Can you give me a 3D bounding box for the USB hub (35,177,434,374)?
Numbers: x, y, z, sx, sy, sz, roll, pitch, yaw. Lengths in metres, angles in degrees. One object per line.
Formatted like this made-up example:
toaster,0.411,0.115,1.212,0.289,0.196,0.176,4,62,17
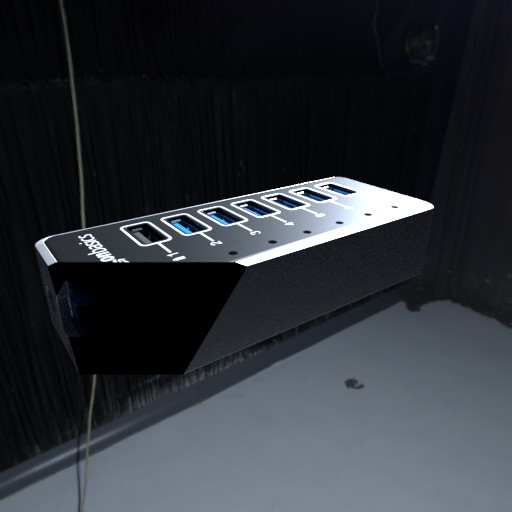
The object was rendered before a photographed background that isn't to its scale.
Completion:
USB hub,0.000,0.000,0.130,0.110,0.023,0.044,-17,30,-32
